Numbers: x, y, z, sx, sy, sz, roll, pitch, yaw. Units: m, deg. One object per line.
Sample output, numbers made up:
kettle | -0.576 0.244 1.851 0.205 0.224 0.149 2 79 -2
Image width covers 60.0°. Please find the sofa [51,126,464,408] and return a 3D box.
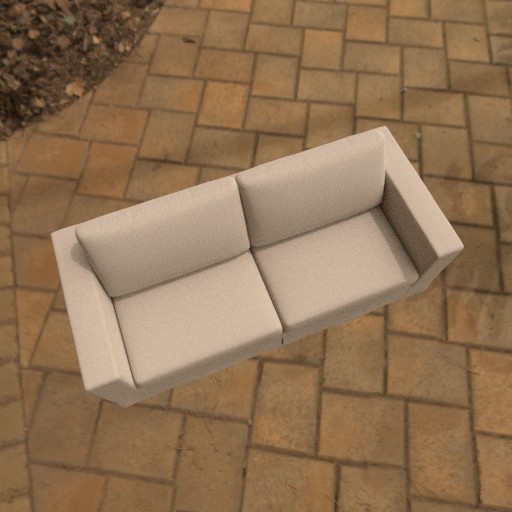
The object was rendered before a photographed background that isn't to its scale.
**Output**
sofa | 0.000 0.000 2.665 2.163 0.881 0.954 -19 67 -9
